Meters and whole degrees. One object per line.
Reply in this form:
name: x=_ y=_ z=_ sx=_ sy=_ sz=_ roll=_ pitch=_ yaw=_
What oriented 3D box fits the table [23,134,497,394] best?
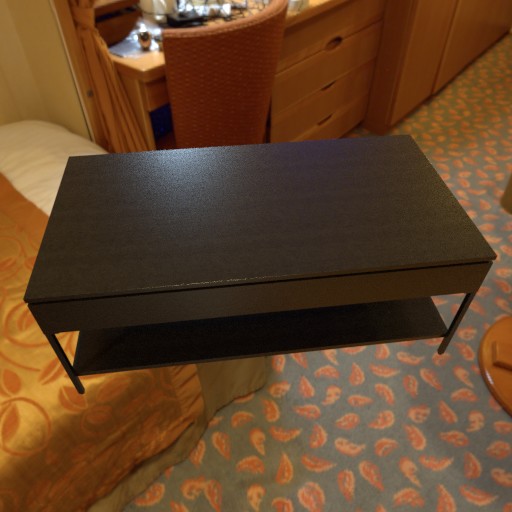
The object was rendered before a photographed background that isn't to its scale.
table: x=0.000 y=0.000 z=1.368 sx=1.095 sy=0.435 sz=0.574 roll=-5 pitch=45 yaw=-5
